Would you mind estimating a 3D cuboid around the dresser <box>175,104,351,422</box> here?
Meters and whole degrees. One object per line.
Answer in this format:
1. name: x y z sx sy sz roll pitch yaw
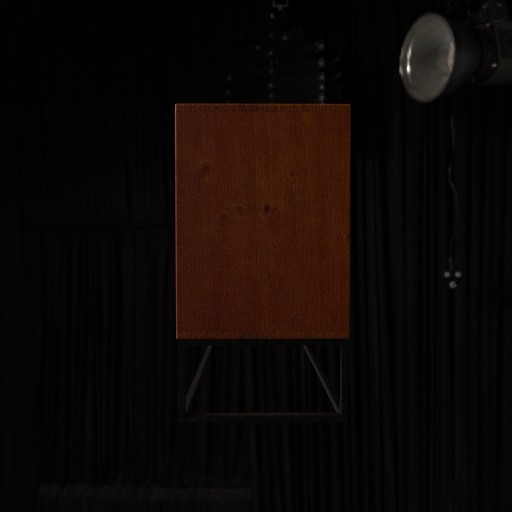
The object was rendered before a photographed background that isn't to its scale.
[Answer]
1. dresser: 0.000 0.000 1.893 0.464 0.810 1.536 0 2 0
